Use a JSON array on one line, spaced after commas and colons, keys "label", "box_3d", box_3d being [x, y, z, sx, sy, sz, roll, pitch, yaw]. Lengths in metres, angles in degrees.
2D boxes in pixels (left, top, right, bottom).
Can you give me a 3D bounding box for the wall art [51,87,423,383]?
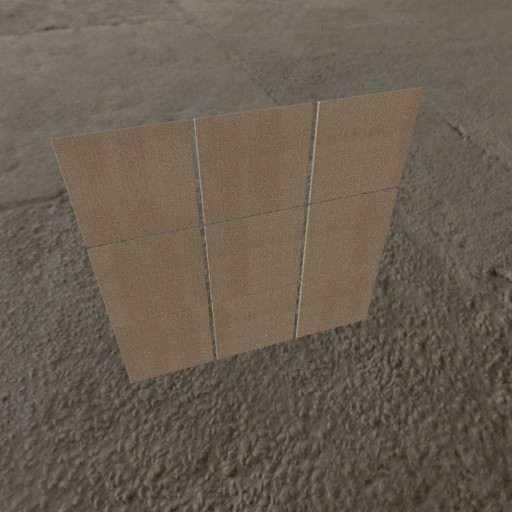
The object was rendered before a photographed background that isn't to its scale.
[{"label": "wall art", "box_3d": [0.000, 0.000, 1.796, 1.219, 1.218, 0.013, -12, 43, -14]}]
